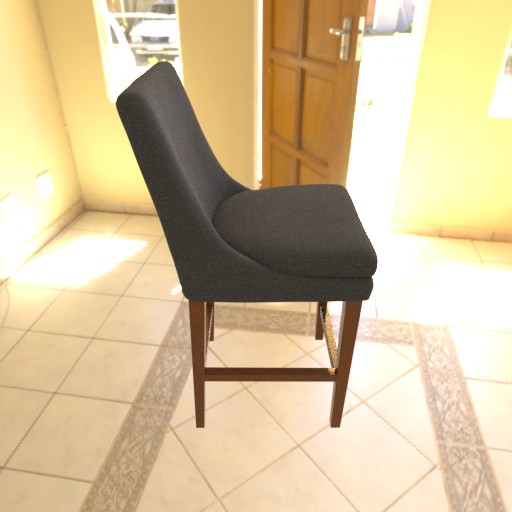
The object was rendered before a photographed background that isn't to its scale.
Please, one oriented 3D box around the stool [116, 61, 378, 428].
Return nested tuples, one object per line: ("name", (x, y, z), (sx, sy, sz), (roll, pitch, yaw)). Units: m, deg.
("stool", (0.000, 0.000, 1.272), (0.577, 0.981, 0.470), (0, 32, 0))
